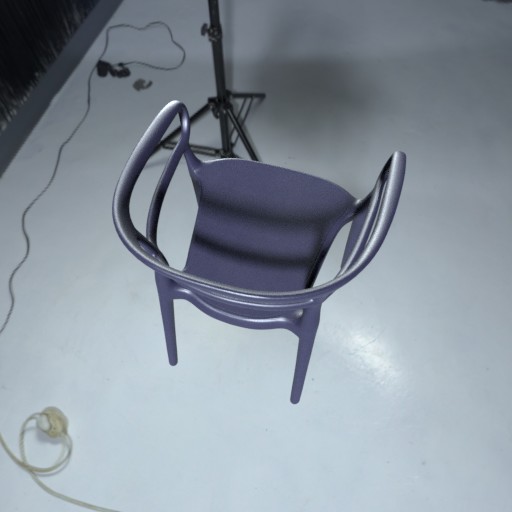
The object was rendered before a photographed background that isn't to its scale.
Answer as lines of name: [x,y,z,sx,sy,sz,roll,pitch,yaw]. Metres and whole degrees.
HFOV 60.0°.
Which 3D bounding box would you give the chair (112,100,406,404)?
chair: [0.000,0.000,1.121,0.559,0.761,0.527,15,63,8]
